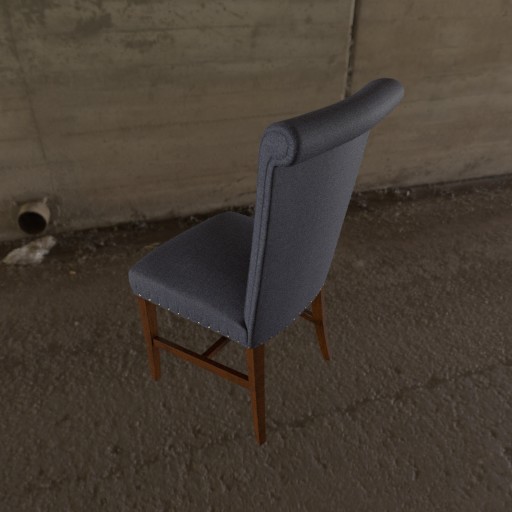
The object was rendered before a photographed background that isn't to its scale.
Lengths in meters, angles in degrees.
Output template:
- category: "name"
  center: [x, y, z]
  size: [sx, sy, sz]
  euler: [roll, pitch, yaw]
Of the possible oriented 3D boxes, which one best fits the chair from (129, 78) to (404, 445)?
- category: "chair"
  center: [0.000, 0.000, 1.326]
  size: [0.608, 0.988, 0.513]
  euler: [22, 39, 29]
